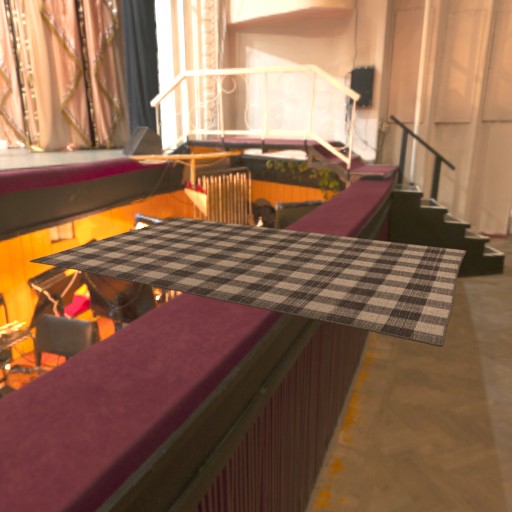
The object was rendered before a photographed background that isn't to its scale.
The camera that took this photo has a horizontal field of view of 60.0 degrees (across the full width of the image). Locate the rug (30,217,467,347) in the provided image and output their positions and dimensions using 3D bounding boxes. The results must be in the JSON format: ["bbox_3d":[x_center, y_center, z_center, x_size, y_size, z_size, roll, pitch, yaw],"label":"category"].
[{"bbox_3d":[0.000,0.000,2.952,2.476,0.011,1.554,9,19,26],"label":"rug"}]
